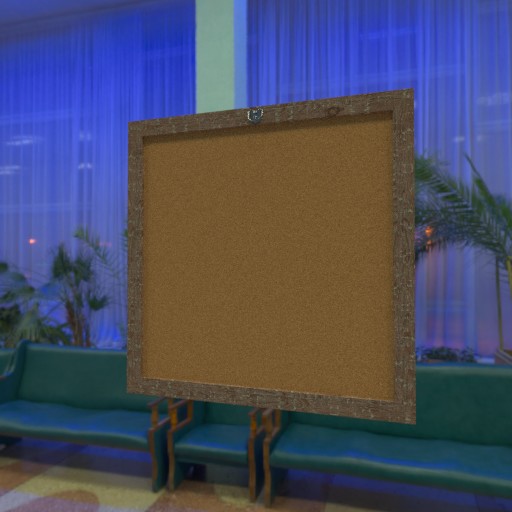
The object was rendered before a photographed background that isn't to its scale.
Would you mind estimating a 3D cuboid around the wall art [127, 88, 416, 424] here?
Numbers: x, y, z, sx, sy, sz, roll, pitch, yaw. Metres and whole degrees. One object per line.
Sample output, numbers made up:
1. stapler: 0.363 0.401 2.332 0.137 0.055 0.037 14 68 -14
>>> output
1. wall art: 0.000 0.000 0.563 0.380 0.380 0.022 0 -1 19
